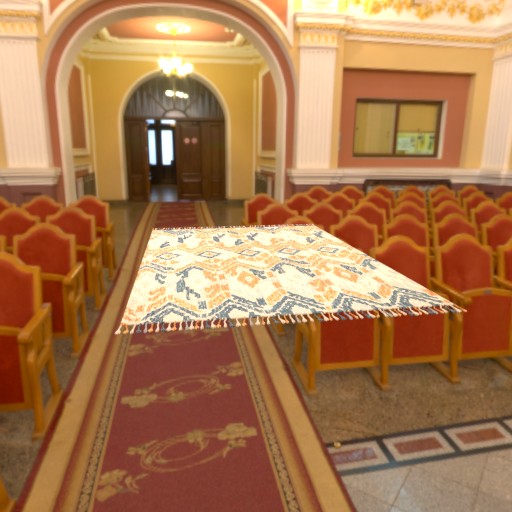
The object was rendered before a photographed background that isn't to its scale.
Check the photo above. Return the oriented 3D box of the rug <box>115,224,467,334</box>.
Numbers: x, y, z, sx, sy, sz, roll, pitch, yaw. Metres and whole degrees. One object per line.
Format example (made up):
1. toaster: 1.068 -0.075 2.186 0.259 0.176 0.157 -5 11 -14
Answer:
1. rug: 0.000 0.000 3.026 1.533 0.010 2.428 -2 14 -9
